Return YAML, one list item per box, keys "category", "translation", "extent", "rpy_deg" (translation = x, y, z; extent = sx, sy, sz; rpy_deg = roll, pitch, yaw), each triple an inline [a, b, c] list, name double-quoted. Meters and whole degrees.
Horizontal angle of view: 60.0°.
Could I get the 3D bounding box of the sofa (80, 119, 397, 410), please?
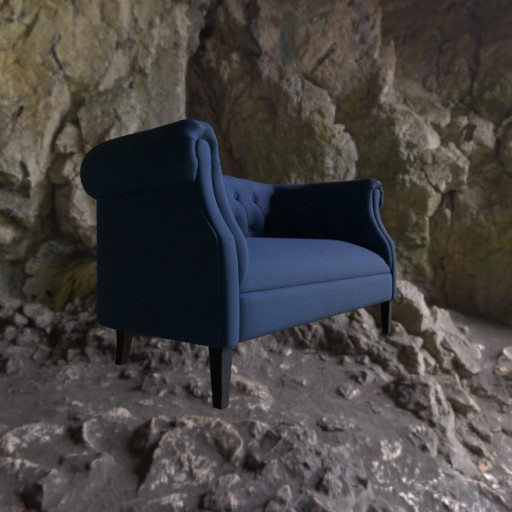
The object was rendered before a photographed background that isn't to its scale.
- category: "sofa"
  translation: [0.000, 0.000, 2.006]
  extent: [0.835, 0.827, 1.558]
  rpy_deg: [1, 1, 36]
